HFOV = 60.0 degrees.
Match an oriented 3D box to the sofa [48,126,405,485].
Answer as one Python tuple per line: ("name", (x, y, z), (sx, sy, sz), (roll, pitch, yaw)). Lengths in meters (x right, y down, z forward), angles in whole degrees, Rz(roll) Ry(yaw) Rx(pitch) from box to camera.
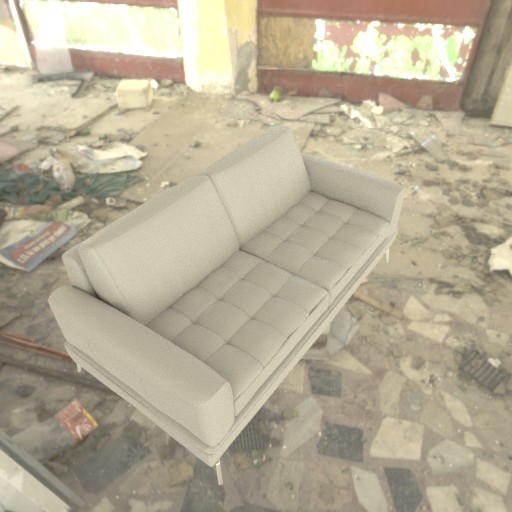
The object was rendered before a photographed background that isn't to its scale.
("sofa", (0.000, 0.000, 2.741), (1.121, 0.930, 2.177), (25, 46, 27))
